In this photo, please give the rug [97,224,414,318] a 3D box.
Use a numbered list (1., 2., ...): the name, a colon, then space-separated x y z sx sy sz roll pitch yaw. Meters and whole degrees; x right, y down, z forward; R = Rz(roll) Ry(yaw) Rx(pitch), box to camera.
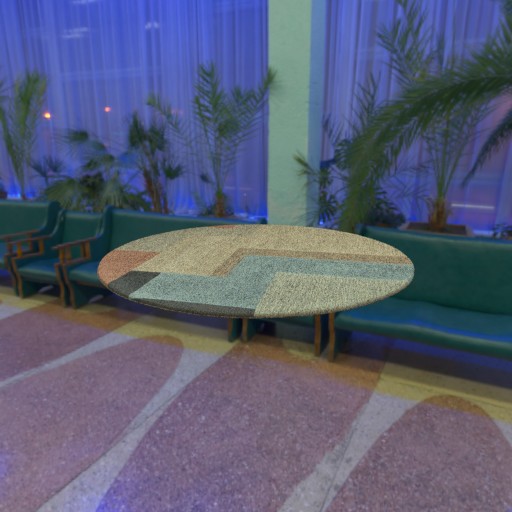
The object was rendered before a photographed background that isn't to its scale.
1. rug: 0.000 0.000 3.635 2.461 0.033 2.461 0 16 0
